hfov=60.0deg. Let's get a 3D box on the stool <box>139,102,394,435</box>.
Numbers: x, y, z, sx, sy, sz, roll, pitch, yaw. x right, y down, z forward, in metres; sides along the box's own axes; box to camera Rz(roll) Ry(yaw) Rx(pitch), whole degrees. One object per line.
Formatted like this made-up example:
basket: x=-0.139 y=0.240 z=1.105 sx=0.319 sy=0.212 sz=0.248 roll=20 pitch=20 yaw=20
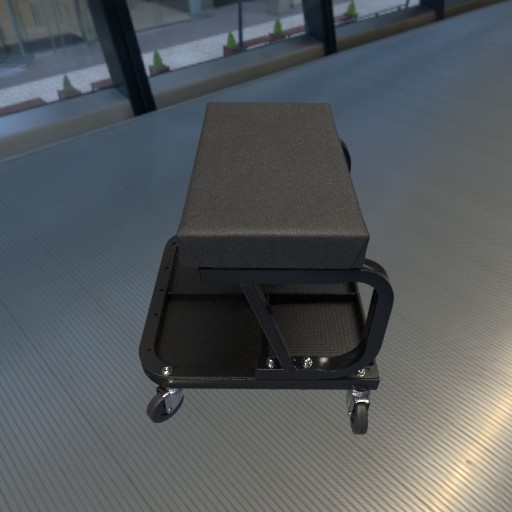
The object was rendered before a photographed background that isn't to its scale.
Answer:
stool: x=0.000 y=0.000 z=0.737 sx=0.371 sy=0.380 sz=0.446 roll=0 pitch=41 yaw=0
